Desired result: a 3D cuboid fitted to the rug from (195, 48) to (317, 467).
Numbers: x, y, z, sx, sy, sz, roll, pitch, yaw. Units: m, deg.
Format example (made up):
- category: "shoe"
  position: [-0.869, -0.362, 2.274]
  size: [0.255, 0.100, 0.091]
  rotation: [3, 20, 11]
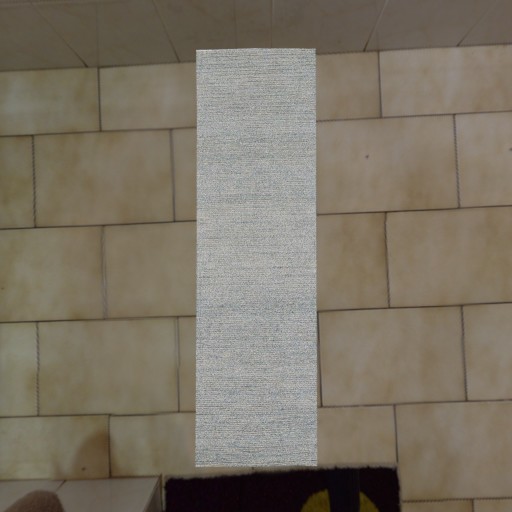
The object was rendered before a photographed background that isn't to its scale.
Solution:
- category: "rug"
  position: [0.000, 0.000, 2.471]
  size: [0.675, 0.037, 2.341]
  rotation: [0, 89, 1]
